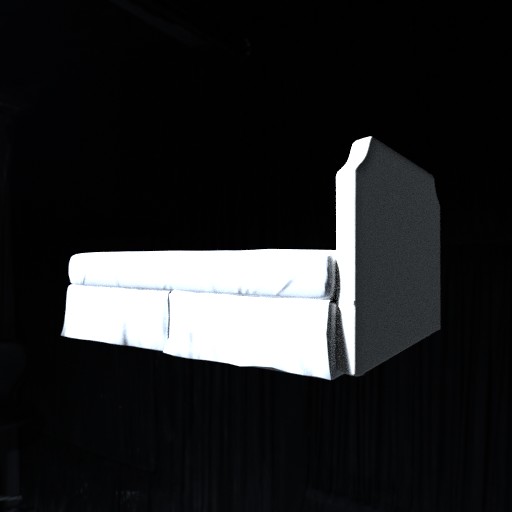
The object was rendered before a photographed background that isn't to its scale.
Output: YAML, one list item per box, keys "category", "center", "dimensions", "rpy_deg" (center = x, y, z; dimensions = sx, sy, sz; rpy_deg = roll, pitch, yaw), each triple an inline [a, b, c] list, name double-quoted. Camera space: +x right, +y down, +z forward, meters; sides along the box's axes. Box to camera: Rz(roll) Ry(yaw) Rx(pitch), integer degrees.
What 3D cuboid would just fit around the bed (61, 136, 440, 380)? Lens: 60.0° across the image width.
- category: "bed"
  center: [0.000, 0.000, 3.652]
  dimensions: [2.498, 1.293, 1.977]
  rpy_deg: [0, 0, 35]
